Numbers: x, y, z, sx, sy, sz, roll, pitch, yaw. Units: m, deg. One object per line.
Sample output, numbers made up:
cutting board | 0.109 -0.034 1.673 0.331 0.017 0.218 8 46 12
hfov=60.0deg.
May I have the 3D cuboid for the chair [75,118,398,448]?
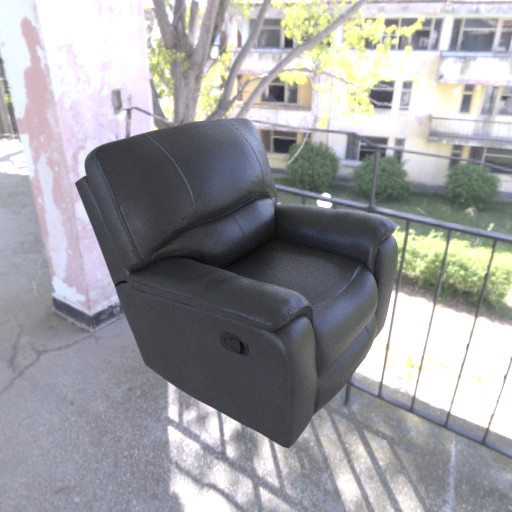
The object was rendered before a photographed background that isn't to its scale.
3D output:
chair | 0.000 0.000 2.041 1.087 1.109 1.096 17 31 31
